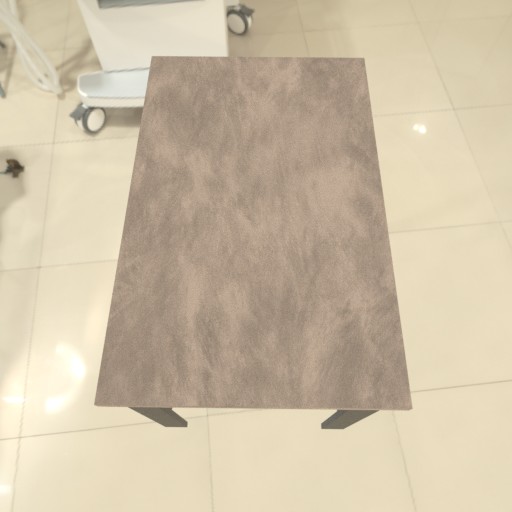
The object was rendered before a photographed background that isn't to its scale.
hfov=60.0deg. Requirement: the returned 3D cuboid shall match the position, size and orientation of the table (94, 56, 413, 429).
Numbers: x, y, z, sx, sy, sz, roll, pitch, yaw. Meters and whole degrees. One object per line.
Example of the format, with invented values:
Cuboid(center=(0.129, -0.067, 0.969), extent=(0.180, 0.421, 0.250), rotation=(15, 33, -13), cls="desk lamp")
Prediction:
Cuboid(center=(0.000, 0.000, 1.544), extent=(0.700, 0.734, 1.100), rotation=(1, 64, 0), cls="table")
